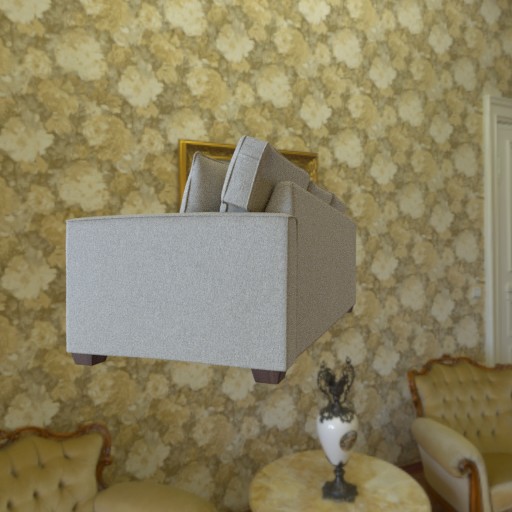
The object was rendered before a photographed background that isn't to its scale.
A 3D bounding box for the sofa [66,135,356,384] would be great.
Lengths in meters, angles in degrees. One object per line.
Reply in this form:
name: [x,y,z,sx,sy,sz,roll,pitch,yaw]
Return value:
sofa: [0.000,0.000,2.854,1.053,0.948,2.323,0,0,19]
